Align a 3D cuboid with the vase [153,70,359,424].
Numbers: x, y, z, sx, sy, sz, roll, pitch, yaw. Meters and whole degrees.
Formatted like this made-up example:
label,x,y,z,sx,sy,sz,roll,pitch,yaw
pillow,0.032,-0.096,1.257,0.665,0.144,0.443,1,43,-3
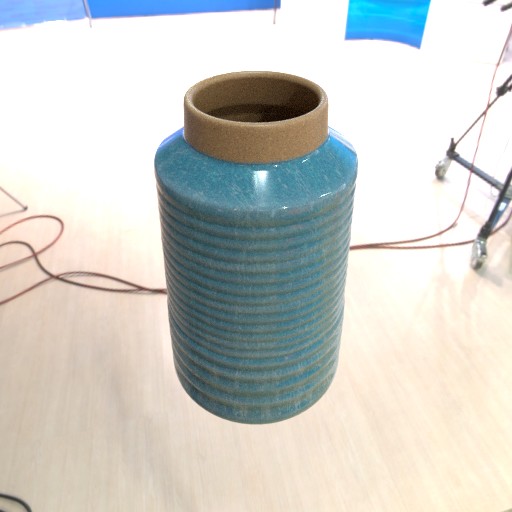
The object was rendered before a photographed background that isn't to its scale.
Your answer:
label,x,y,z,sx,sy,sz,roll,pitch,yaw
vase,0.000,0.000,0.363,0.163,0.267,0.163,0,41,0
